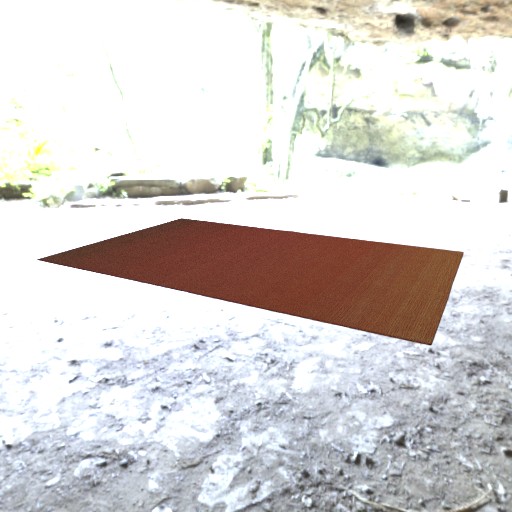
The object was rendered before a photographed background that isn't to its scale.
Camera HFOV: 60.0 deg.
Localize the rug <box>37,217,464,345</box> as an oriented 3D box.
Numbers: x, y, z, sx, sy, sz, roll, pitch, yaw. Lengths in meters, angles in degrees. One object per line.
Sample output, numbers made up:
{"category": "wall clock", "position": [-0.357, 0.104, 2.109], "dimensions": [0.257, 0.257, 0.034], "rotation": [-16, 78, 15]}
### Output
{"category": "rug", "position": [0.000, 0.000, 2.978], "dimensions": [2.442, 0.010, 1.531], "rotation": [9, 19, 27]}
